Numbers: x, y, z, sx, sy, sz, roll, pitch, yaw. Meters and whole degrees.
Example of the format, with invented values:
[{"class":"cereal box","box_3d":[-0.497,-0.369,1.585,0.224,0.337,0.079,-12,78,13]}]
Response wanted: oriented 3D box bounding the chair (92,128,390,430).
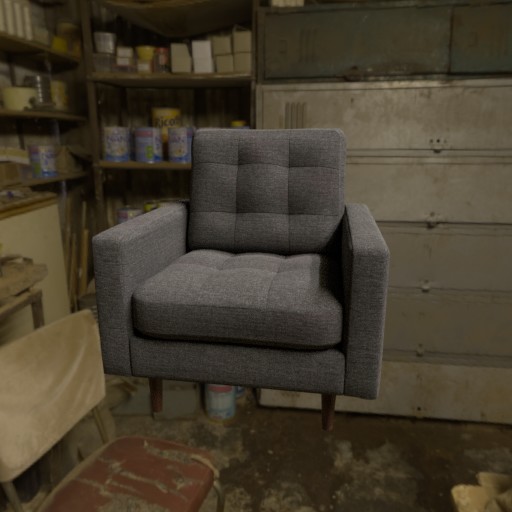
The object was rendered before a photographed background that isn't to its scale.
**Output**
[{"class":"chair","box_3d":[0.000,0.000,1.575,0.821,0.880,0.843,2,15,9]}]
